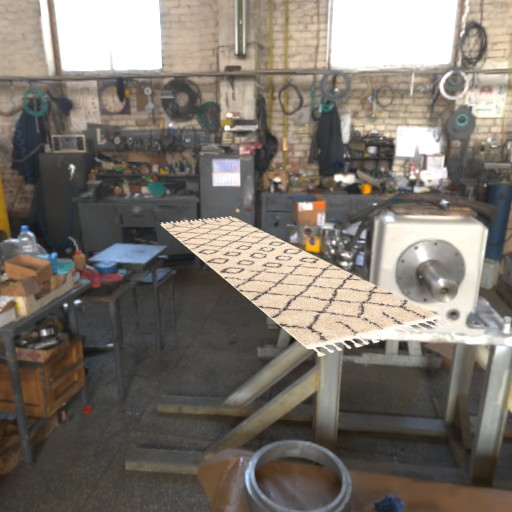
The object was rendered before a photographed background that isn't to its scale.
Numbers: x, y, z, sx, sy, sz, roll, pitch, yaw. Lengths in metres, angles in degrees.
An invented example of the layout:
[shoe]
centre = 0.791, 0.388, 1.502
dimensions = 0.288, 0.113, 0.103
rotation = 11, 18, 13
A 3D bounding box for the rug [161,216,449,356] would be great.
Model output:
[rug]
centre = 0.000, 0.000, 2.767
dimensions = 0.660, 0.005, 2.464
rotation = -7, 18, -24
